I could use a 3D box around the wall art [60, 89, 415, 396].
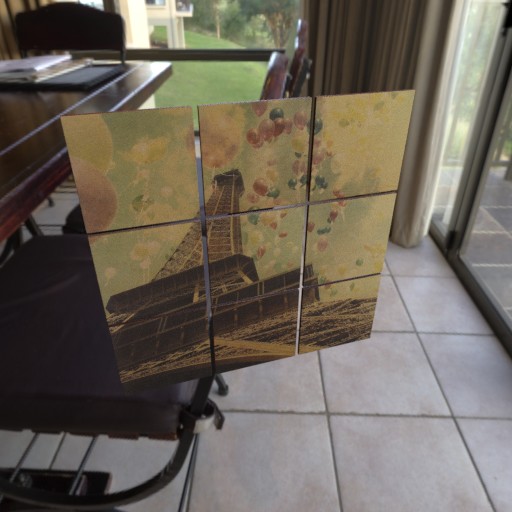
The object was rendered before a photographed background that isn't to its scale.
[{"bbox_3d":[0.000,0.000,1.844,1.256,1.246,0.017,-10,33,-15],"label":"wall art"}]
